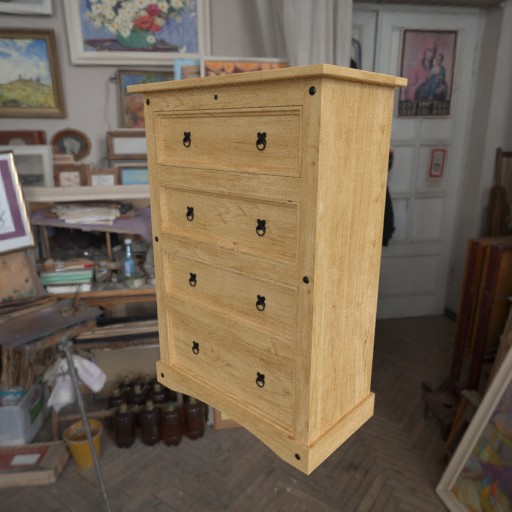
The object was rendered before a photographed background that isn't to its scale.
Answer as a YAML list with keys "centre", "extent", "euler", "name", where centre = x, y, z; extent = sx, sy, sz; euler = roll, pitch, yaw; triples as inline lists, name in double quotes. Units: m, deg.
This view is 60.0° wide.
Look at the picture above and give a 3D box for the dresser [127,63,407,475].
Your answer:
- centre: [0.000, 0.000, 1.766]
  extent: [0.915, 1.300, 0.485]
  euler: [14, 21, 41]
  name: "dresser"
